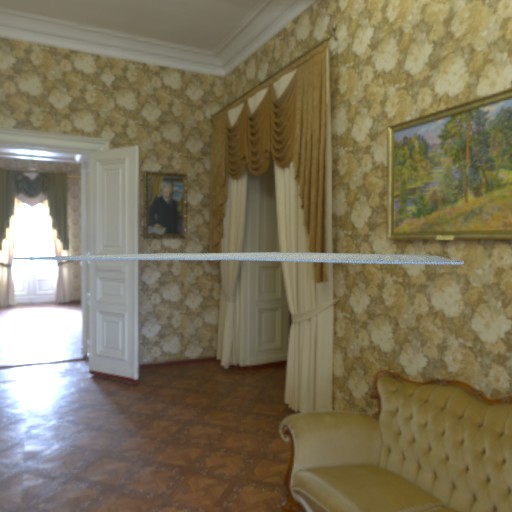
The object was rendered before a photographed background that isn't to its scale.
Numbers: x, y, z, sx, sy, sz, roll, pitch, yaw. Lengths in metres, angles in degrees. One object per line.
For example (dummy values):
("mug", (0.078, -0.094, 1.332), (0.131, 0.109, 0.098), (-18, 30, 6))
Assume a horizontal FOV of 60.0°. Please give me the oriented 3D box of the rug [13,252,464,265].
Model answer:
("rug", (0.000, 0.000, 4.162), (3.237, 0.046, 2.461), (0, 1, 17))
